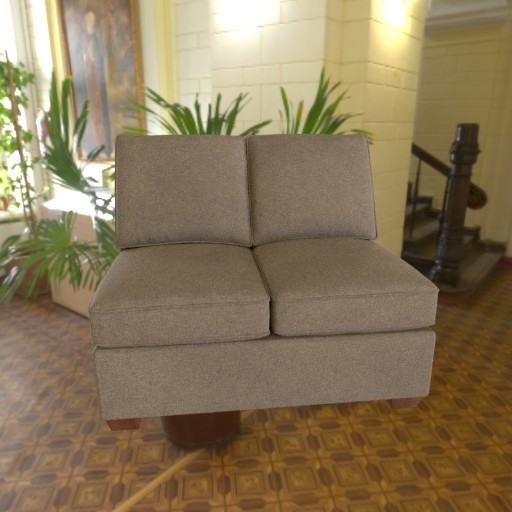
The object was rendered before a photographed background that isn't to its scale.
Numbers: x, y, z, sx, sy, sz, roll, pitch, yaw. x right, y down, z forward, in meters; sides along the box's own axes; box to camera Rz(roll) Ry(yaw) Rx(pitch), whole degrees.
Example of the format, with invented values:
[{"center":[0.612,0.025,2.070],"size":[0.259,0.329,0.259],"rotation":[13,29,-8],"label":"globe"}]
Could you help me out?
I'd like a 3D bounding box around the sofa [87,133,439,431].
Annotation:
[{"center":[0.000,0.000,1.918],"size":[1.237,1.008,0.951],"rotation":[-2,17,-7],"label":"sofa"}]
